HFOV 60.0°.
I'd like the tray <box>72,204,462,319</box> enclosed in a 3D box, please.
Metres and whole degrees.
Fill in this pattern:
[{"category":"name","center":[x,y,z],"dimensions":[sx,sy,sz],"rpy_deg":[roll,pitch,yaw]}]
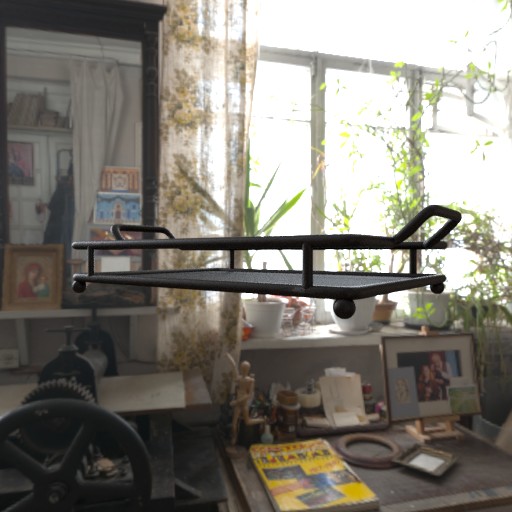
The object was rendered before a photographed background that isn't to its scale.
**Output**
[{"category":"tray","center":[0.000,0.000,0.597],"dimensions":[0.495,0.101,0.297],"rpy_deg":[0,0,37]}]
